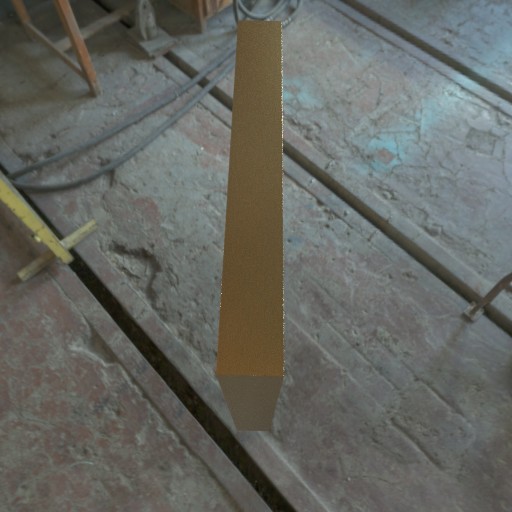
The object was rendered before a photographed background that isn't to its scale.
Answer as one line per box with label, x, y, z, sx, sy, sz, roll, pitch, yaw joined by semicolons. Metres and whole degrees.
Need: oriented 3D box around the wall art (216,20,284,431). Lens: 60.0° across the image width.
wall art;0.000;0.000;0.452;0.038;0.304;0.304;1;63;1
